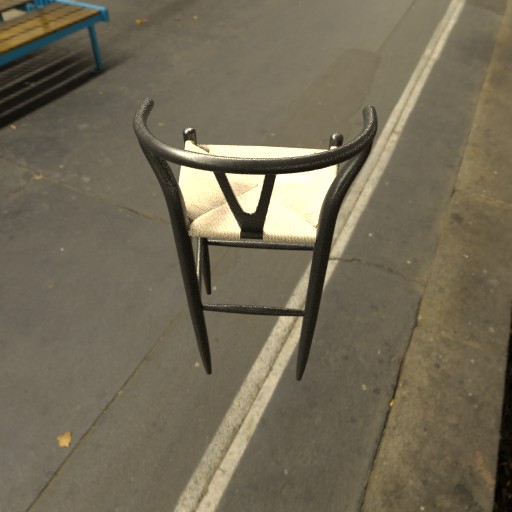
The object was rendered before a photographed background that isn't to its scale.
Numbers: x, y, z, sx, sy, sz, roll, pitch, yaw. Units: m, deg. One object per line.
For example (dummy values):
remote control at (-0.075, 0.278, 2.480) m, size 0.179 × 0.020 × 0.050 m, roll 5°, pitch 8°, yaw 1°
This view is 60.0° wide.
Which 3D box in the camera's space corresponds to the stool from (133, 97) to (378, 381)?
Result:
stool at (0.000, 0.000, 1.393) m, size 0.569 × 1.072 × 0.579 m, roll 3°, pitch 46°, yaw 3°
